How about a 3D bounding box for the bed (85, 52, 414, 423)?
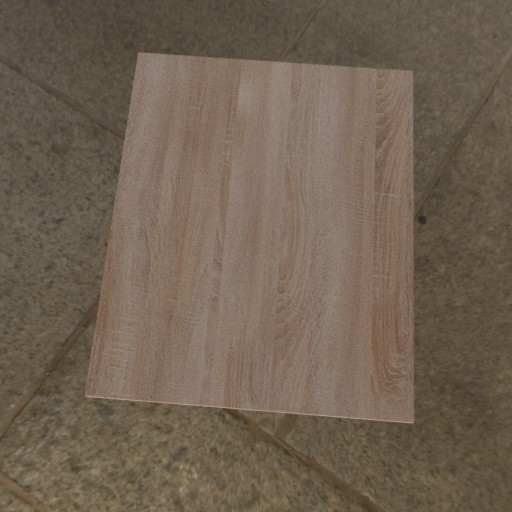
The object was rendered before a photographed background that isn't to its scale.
[{"bbox_3d":[0.000,0.000,0.767,0.401,0.420,0.460,4,77,1],"label":"bed"}]
